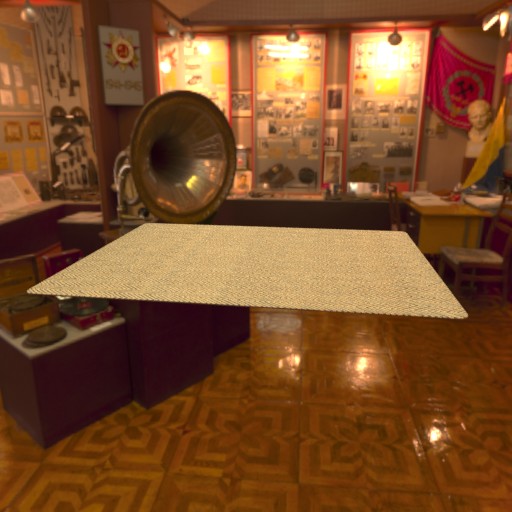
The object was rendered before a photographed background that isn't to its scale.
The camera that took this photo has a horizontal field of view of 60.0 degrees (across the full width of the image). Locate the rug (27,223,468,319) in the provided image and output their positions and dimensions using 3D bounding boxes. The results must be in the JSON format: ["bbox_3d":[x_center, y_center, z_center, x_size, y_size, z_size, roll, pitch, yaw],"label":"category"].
[{"bbox_3d":[0.000,0.000,4.285,3.207,0.014,2.439,2,17,8],"label":"rug"}]
